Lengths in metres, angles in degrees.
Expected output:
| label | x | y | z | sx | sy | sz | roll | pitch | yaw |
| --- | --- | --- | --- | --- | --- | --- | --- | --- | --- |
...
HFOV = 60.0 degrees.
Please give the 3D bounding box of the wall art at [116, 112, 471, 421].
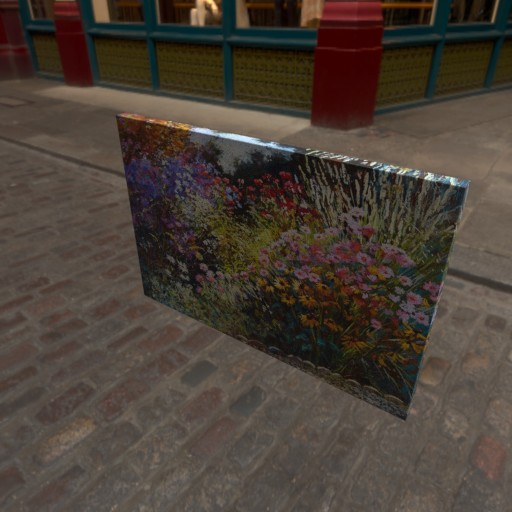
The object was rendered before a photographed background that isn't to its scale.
| label | x | y | z | sx | sy | sz | roll | pitch | yaw |
| --- | --- | --- | --- | --- | --- | --- | --- | --- | --- |
| wall art | 0.000 | 0.000 | 1.155 | 0.908 | 0.604 | 0.037 | 20 | 36 | 29 |
